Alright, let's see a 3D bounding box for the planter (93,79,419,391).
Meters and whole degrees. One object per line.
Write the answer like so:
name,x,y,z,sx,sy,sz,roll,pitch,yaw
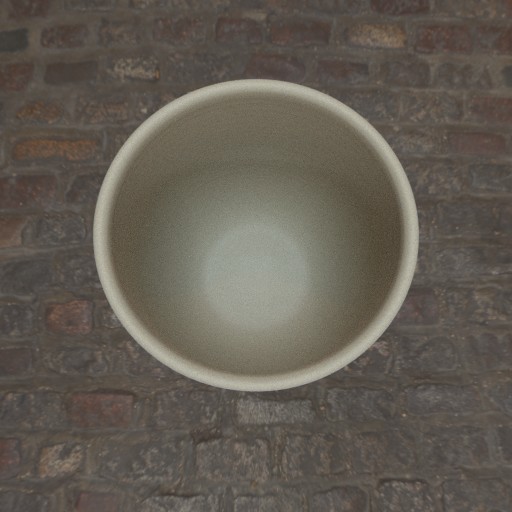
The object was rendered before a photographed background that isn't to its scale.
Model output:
planter,0.000,0.000,0.374,0.208,0.190,0.208,0,77,0
